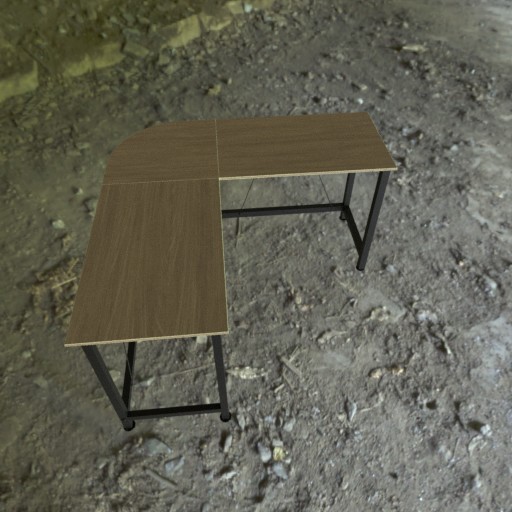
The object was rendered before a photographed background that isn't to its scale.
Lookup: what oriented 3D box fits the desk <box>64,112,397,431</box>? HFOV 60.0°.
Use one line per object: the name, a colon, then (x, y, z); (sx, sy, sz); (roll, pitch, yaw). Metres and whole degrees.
desk: (0.000, 0.000, 2.260); (1.400, 0.762, 1.400); (-4, 47, -4)
